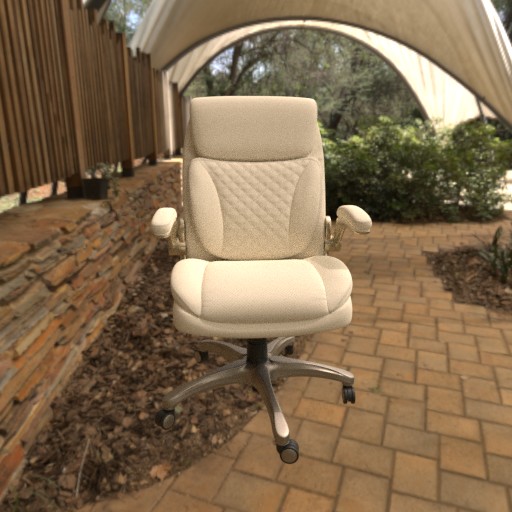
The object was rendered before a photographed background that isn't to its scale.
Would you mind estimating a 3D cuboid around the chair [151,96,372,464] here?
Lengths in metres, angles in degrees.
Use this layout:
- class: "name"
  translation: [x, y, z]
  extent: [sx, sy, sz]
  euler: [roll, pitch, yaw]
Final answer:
- class: "chair"
  translation: [0.000, 0.000, 1.569]
  extent: [0.740, 1.110, 0.794]
  euler: [-2, 16, -7]
